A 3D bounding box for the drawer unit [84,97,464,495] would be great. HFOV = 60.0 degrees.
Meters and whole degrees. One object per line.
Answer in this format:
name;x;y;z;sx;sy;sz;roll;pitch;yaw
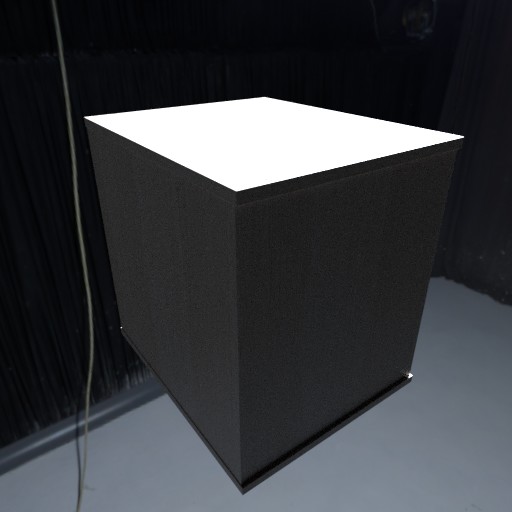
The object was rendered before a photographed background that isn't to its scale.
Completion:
drawer unit;0.000;0.000;0.597;0.290;0.344;0.349;-19;33;-31
